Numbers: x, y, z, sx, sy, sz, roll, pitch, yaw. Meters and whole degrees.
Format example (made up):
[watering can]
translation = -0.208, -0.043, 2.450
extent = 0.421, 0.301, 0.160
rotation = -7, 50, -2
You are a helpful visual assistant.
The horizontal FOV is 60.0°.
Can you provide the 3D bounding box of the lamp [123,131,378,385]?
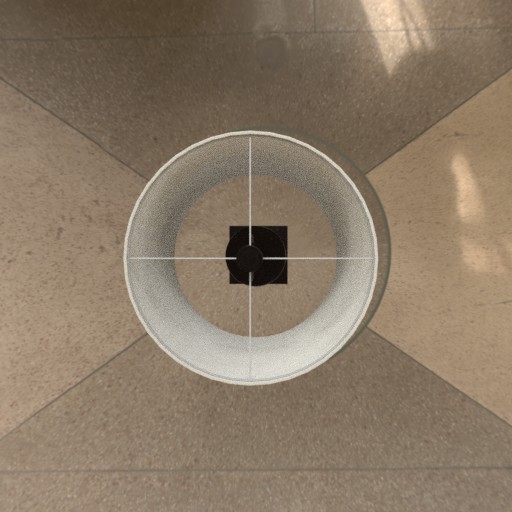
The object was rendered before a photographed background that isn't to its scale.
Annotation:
[lamp]
translation = 0.000, 0.000, 0.607
extent = 0.211, 0.509, 0.211
rotation = 0, 90, 1
